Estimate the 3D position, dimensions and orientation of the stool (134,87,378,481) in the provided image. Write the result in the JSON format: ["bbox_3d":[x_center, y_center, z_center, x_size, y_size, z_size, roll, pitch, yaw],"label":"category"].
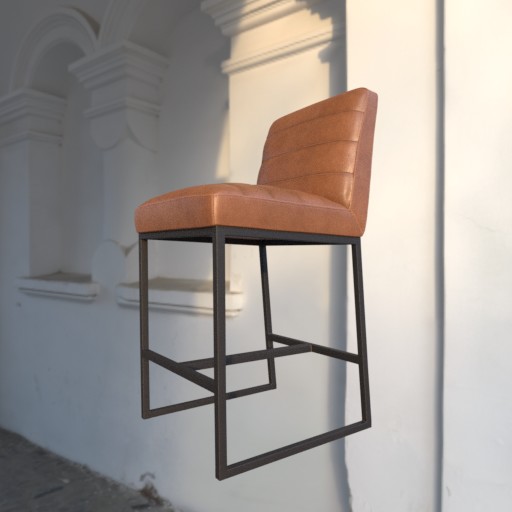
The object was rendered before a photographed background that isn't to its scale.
[{"bbox_3d":[0.000,0.000,1.251,0.556,0.940,0.458,-1,1,-36],"label":"stool"}]
